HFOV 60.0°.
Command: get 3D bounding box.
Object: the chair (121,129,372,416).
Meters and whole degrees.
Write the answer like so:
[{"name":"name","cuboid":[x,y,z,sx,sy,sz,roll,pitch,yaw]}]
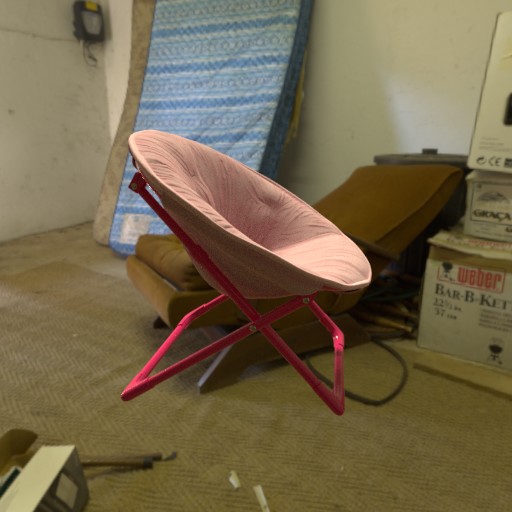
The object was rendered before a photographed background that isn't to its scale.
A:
[{"name":"chair","cuboid":[0.000,0.000,0.904,0.459,0.494,0.522,3,17,10]}]
